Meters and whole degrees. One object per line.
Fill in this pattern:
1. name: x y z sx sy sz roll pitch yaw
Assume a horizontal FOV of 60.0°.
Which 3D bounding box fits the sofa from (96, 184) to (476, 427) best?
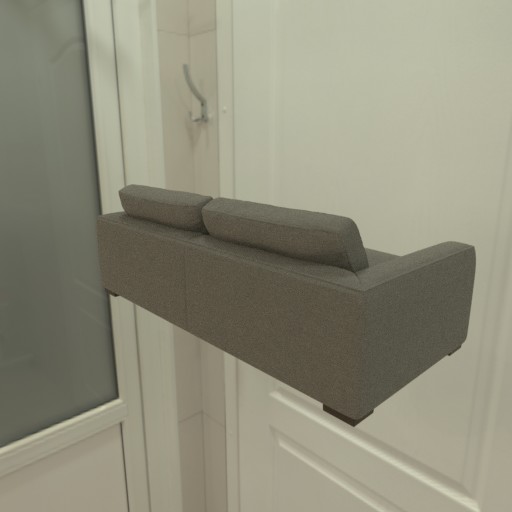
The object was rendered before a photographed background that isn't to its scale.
1. sofa: 0.000 0.000 2.748 1.070 0.801 2.262 -14 20 -42
